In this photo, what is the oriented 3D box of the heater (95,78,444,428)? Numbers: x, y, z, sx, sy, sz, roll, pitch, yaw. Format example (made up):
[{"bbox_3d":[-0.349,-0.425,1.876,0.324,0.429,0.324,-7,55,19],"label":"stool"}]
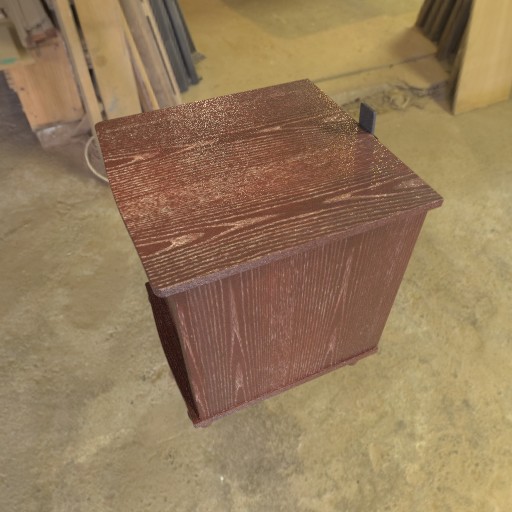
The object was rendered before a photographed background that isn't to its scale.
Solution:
[{"bbox_3d":[0.000,0.000,0.770,0.400,0.481,0.362,-18,49,-16],"label":"heater"}]
